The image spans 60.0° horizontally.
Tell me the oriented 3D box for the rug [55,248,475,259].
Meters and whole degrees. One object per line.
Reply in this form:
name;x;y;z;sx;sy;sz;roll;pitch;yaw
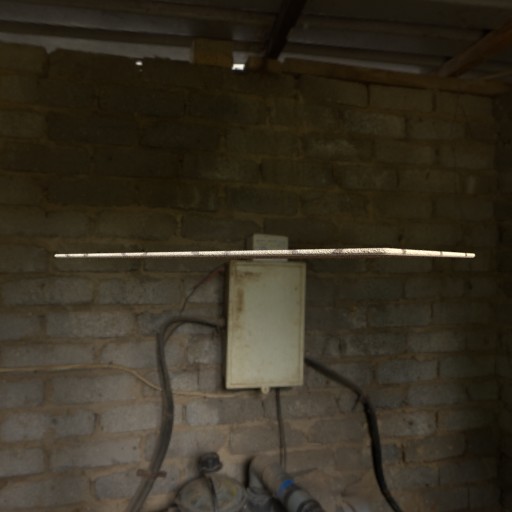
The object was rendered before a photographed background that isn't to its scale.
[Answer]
rug;0.000;0.000;2.918;2.348;0.024;1.501;-1;-1;38
